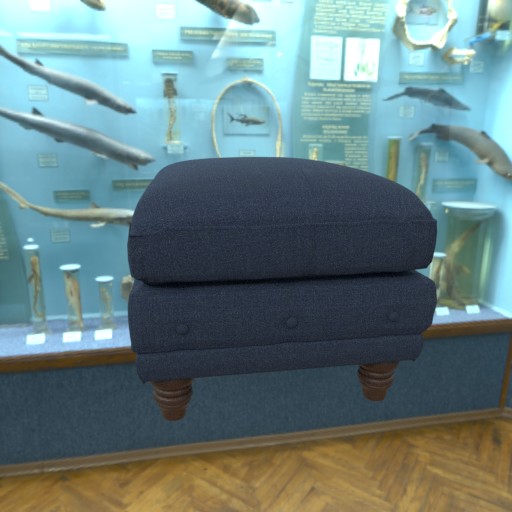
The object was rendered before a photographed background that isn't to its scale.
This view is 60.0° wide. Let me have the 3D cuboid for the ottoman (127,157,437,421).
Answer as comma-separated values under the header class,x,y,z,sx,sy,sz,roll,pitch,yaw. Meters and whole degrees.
class,x,y,z,sx,sy,sz,roll,pitch,yaw
ottoman,0.000,0.000,1.127,0.558,0.486,0.767,-2,15,-9
